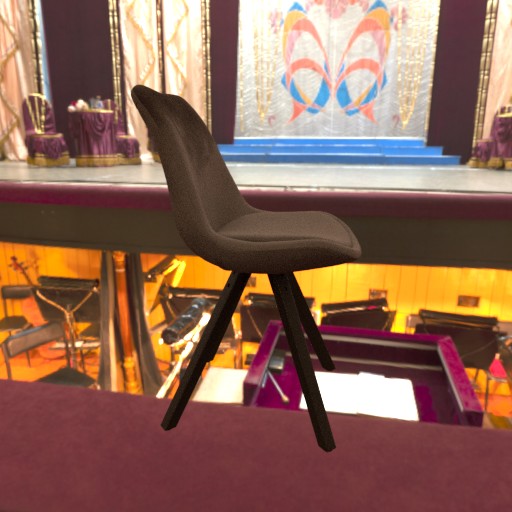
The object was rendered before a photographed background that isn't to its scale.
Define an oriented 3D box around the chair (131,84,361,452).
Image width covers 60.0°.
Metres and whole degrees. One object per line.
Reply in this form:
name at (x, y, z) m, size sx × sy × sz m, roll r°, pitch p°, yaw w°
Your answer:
chair at (0.000, 0.000, 1.194) m, size 0.550 × 0.850 × 0.476 m, roll 2°, pitch 15°, yaw 9°
